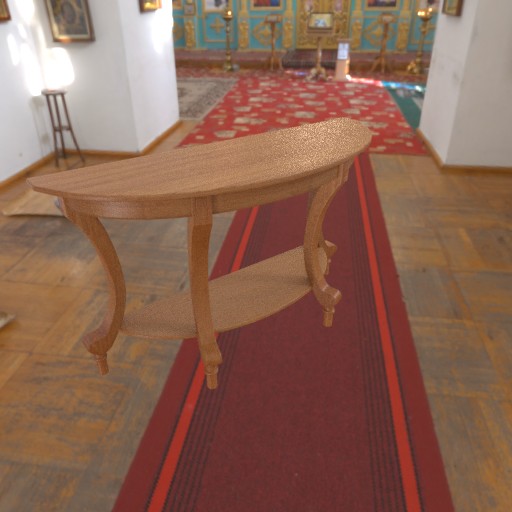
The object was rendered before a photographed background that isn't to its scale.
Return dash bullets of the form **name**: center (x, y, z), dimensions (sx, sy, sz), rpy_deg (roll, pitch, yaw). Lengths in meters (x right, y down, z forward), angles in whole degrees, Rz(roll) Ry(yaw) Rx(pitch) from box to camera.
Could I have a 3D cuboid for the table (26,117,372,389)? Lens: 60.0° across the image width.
- **table**: center (0.000, 0.000, 1.496), dimensions (1.198, 0.692, 0.394), rpy_deg (-20, 35, -32)
